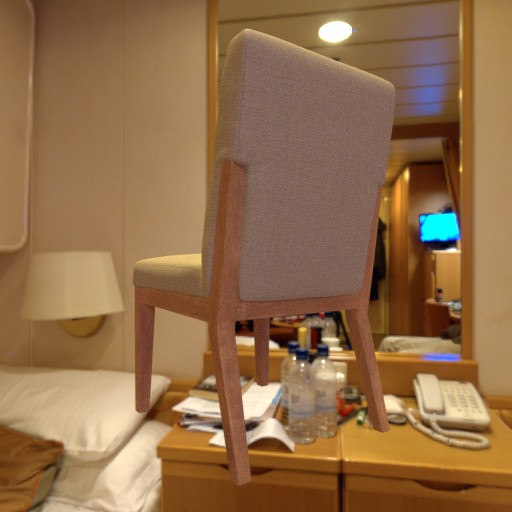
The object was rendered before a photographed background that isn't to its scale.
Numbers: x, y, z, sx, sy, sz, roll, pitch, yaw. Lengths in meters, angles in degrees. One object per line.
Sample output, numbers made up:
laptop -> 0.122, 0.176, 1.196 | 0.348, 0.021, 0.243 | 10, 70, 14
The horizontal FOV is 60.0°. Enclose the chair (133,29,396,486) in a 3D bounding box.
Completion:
chair -> 0.000, 0.000, 1.228 | 0.507, 0.911, 0.586 | 0, 0, -37
